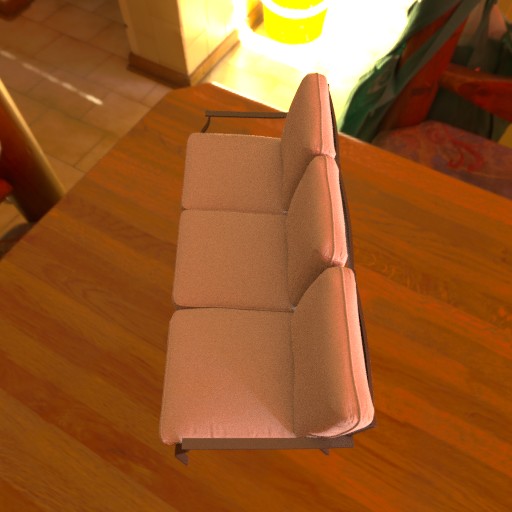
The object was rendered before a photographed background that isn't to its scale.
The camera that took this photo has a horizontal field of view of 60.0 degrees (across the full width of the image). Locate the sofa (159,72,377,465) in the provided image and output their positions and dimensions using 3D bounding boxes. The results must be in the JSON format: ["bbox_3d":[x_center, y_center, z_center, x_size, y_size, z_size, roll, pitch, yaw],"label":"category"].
[{"bbox_3d":[0.000,0.000,2.127,0.787,0.860,1.740,0,59,0],"label":"sofa"}]
